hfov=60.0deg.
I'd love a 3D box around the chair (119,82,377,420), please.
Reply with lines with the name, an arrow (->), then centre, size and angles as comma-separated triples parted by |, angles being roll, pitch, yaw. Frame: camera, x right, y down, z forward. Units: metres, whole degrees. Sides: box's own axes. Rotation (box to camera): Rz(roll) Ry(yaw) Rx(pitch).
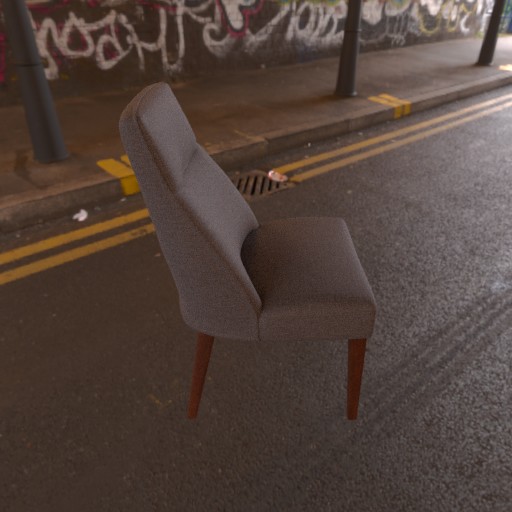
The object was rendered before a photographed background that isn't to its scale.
chair -> 0.000, 0.000, 1.316 | 0.620, 0.930, 0.500 | 0, 32, -1
